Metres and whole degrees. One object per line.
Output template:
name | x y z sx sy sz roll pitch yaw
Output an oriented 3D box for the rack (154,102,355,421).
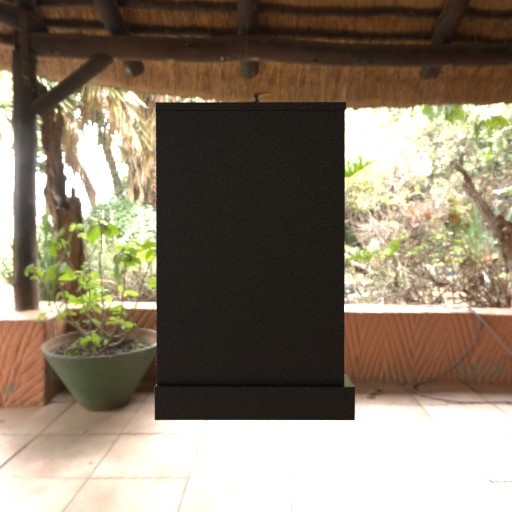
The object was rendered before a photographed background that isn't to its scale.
rack | 0.000 0.000 1.479 0.399 0.635 1.206 0 1 0
